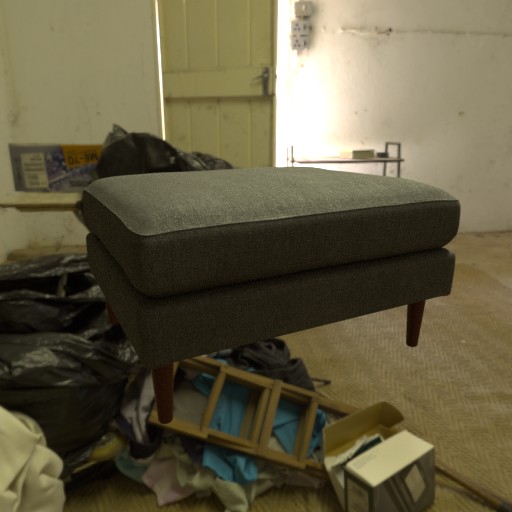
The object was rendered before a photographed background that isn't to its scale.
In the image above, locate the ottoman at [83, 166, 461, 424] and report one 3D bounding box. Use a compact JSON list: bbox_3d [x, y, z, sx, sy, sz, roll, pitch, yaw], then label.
[{"bbox_3d":[0.000,0.000,1.252,0.821,0.474,0.693,-8,18,-27],"label":"ottoman"}]
